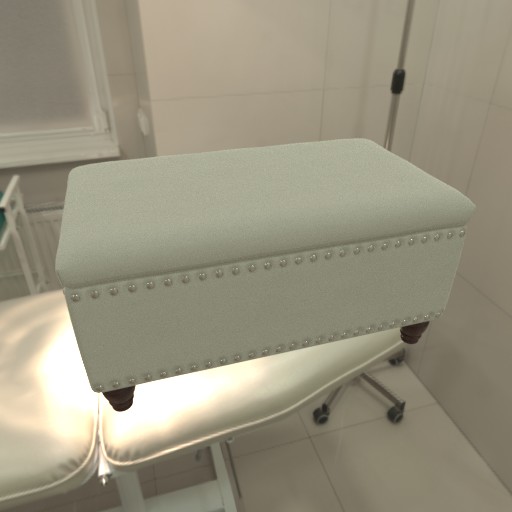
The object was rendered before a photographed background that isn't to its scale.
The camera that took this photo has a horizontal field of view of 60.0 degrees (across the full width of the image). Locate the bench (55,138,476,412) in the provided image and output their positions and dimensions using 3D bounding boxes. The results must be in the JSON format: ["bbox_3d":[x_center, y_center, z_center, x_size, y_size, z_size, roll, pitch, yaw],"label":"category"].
[{"bbox_3d":[0.000,0.000,1.181,0.887,0.449,0.500,-9,33,-14],"label":"bench"}]
